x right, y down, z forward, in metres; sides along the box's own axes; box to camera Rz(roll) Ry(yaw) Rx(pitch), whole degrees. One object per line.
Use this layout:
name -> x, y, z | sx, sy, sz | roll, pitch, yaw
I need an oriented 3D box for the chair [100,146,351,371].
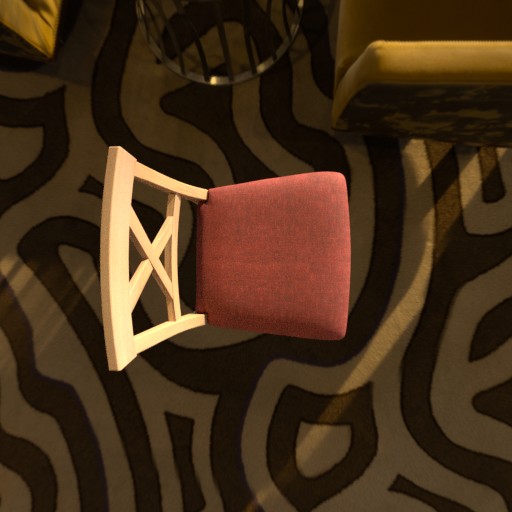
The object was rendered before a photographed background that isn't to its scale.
chair -> 0.000, 0.000, 1.178 | 0.492, 0.912, 0.439 | 0, 90, 2
